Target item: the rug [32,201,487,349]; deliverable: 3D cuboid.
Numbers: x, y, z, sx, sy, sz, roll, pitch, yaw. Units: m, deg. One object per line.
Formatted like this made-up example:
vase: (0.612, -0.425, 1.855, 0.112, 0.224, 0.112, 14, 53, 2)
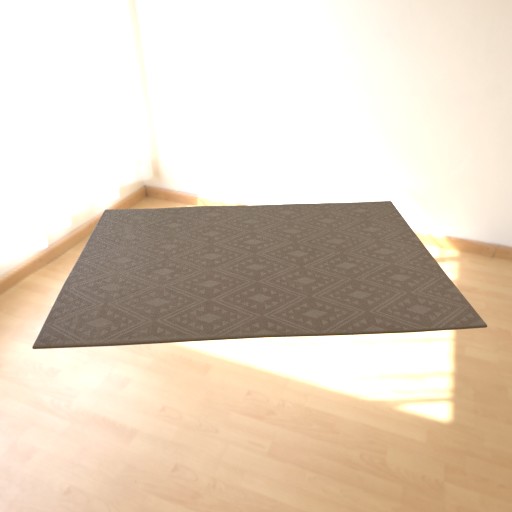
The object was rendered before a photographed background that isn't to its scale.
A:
rug: (0.000, 0.000, 2.305, 1.829, 0.034, 1.252, -2, 32, -3)
